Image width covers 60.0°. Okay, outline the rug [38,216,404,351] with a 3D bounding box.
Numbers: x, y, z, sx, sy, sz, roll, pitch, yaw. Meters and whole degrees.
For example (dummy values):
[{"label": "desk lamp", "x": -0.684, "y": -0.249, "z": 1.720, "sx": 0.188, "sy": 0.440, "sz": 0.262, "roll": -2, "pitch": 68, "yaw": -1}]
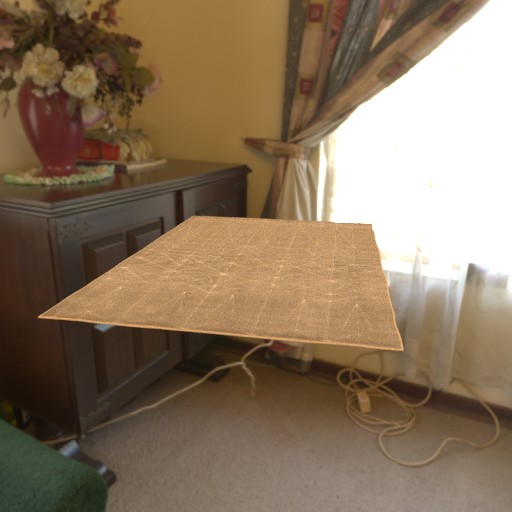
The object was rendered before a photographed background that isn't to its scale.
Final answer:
[{"label": "rug", "x": 0.000, "y": 0.000, "z": 4.423, "sx": 2.449, "sy": 0.019, "sz": 3.357, "roll": 3, "pitch": 18, "yaw": 10}]
